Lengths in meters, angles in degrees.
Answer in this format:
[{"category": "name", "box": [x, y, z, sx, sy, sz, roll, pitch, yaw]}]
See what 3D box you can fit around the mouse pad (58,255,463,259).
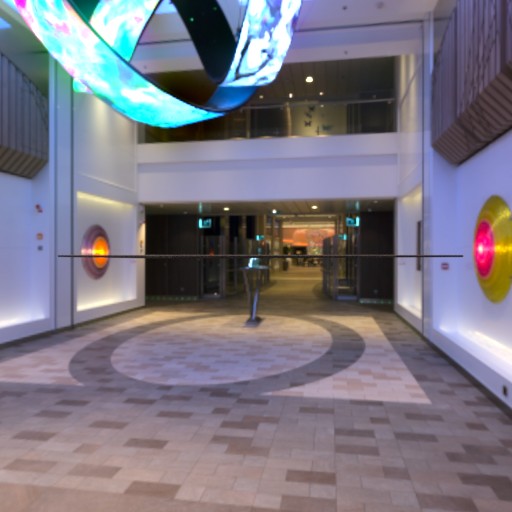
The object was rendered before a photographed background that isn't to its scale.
[{"category": "mouse pad", "box": [0.000, 0.000, 0.436, 0.315, 0.002, 0.269, 0, 0, -37]}]
